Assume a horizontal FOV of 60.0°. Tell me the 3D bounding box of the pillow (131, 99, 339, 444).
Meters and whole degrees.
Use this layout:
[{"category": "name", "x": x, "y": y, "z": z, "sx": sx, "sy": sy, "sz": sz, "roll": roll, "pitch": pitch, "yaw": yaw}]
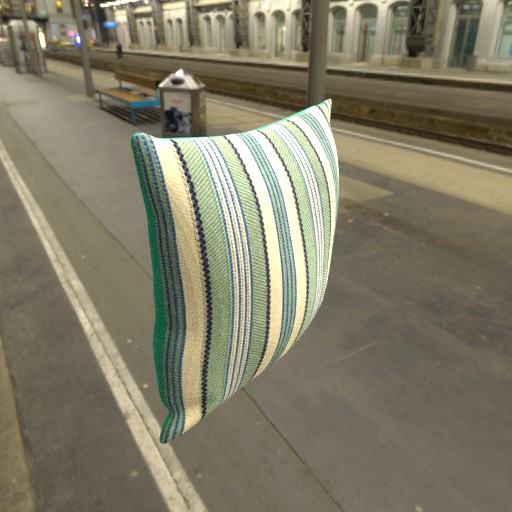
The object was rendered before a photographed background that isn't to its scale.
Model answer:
[{"category": "pillow", "x": 0.000, "y": 0.000, "z": 0.696, "sx": 0.182, "sy": 0.441, "sz": 0.440, "roll": 18, "pitch": 32, "yaw": 32}]
